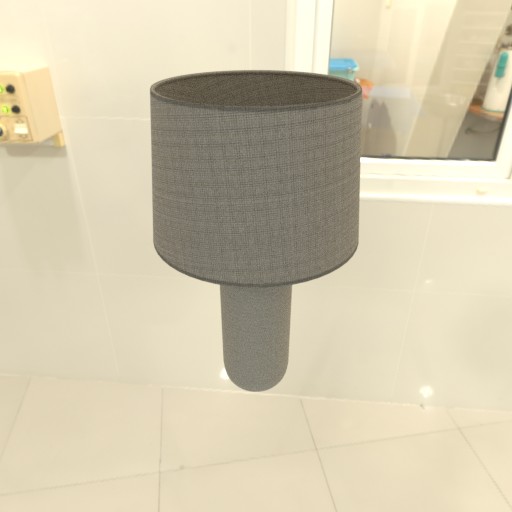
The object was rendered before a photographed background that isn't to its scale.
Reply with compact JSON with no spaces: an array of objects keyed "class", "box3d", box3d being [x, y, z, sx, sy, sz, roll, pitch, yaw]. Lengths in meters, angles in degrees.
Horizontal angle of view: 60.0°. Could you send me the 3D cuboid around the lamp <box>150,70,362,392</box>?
[{"class":"lamp","box3d":[0.000,0.000,0.834,0.367,0.609,0.367,0,30,0]}]
